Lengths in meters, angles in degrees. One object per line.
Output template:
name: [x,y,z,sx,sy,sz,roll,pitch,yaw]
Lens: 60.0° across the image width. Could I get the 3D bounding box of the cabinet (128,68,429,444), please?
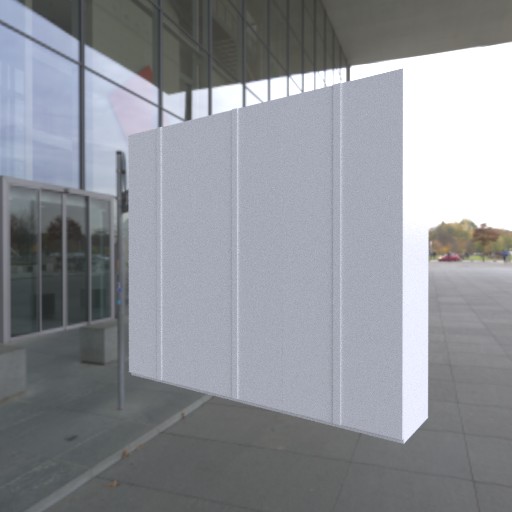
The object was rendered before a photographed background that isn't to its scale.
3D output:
cabinet: [0.000,0.000,3.808,2.700,2.370,0.590,0,1,36]
